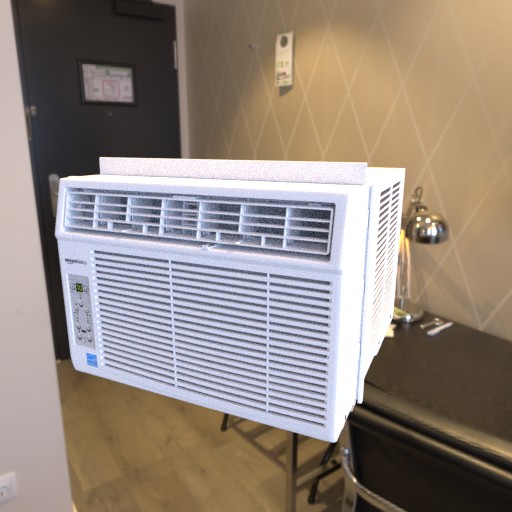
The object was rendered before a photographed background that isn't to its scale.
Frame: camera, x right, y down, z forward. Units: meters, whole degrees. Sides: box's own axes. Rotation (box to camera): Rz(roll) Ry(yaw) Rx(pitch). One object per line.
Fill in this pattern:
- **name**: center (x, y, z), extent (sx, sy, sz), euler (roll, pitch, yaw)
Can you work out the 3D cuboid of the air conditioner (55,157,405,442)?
- **air conditioner**: center (0.000, 0.000, 0.887), extent (0.503, 0.388, 0.546), euler (7, 16, 24)
